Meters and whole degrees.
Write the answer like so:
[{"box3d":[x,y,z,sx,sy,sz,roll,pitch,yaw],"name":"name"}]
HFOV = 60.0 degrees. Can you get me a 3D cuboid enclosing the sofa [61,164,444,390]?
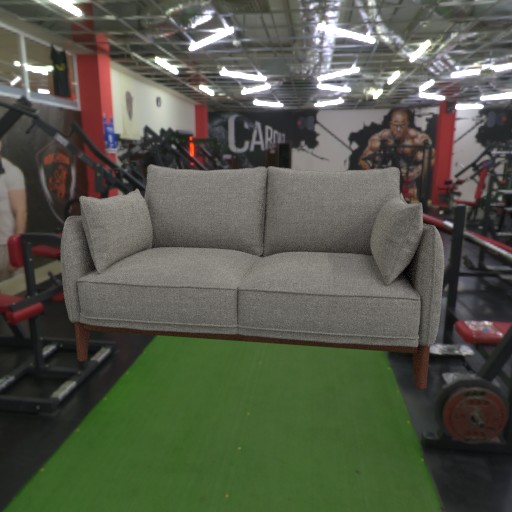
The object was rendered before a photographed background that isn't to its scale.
[{"box3d":[0.000,0.000,2.158,1.580,0.851,0.972,2,13,9],"name":"sofa"}]
